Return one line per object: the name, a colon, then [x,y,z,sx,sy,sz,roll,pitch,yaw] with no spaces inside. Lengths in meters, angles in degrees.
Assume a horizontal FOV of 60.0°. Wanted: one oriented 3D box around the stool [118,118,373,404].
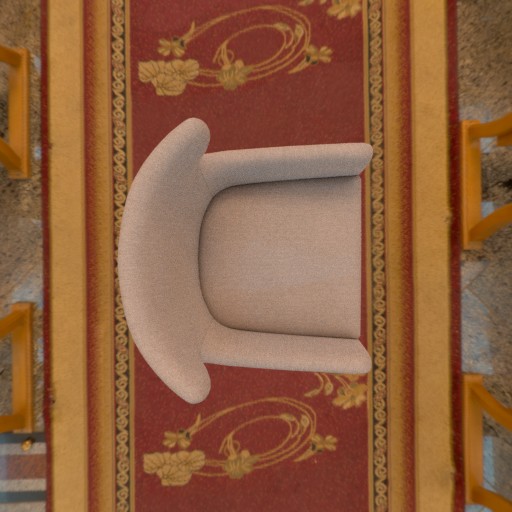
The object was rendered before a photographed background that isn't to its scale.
stool: [0.000,0.000,1.386,0.575,1.047,0.575,0,91,-1]
